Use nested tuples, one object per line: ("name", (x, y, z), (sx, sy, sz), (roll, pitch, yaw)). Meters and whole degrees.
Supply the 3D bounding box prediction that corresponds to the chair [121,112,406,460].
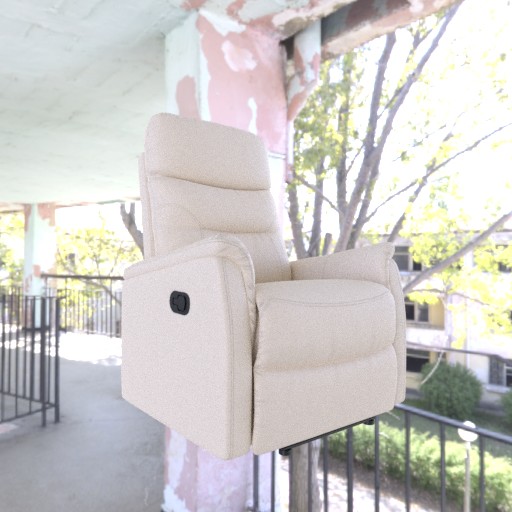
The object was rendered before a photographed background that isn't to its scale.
("chair", (0.000, 0.000, 1.590), (0.775, 1.082, 0.831), (1, -1, -38))
